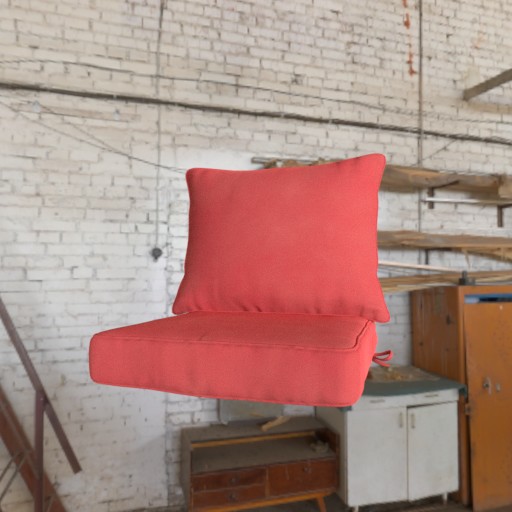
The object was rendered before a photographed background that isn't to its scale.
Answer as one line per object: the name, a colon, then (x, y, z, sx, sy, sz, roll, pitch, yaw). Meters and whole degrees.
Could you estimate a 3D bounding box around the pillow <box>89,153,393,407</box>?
pillow: (0.000, 0.000, 1.375, 0.798, 0.725, 0.733, 0, -2, 18)
